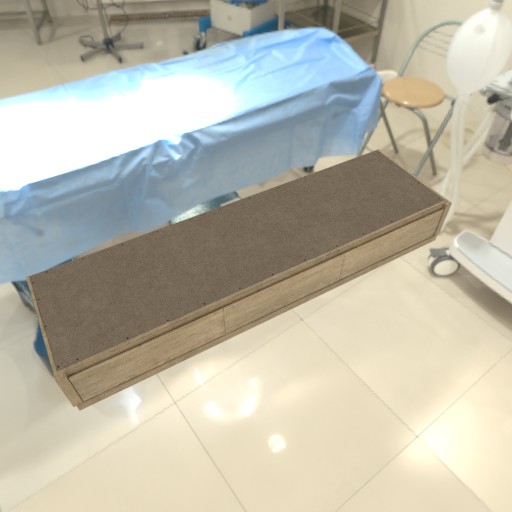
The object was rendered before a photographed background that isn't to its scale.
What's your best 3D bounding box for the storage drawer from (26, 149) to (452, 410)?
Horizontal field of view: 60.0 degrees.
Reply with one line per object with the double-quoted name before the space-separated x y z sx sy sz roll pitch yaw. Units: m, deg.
"storage drawer" 0.000 0.000 2.290 2.072 0.274 0.591 -23 51 -20
